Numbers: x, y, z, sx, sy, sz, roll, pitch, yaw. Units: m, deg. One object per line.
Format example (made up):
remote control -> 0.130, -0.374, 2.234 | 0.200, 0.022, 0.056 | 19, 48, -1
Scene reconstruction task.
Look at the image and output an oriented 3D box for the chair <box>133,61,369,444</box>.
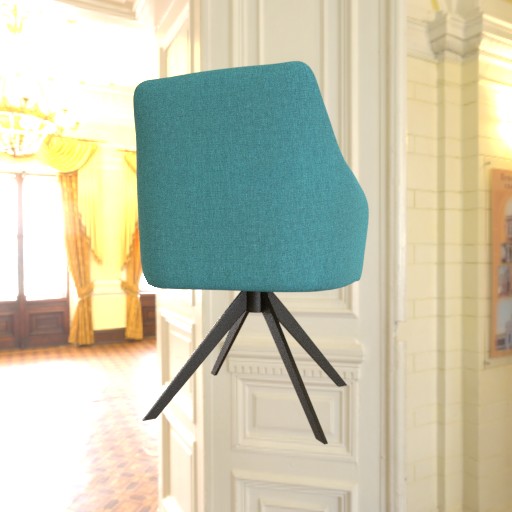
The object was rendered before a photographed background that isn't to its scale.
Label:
chair -> 0.000, 0.000, 1.330 | 0.642, 0.874, 0.677 | 0, 1, 17
